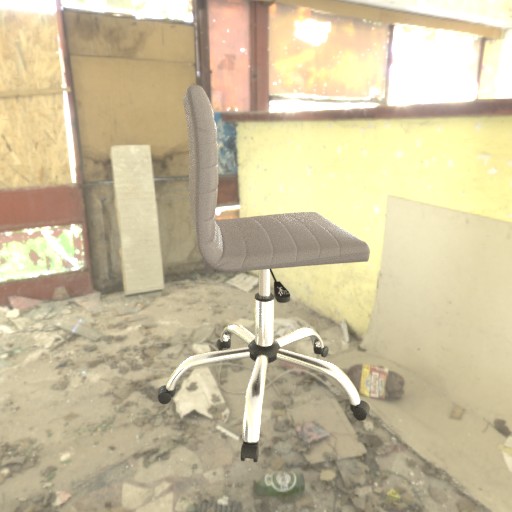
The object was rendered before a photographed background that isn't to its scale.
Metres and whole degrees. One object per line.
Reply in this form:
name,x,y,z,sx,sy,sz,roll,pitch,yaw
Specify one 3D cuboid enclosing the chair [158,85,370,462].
chair,0.000,0.000,1.116,0.530,0.780,0.556,-3,17,-10
